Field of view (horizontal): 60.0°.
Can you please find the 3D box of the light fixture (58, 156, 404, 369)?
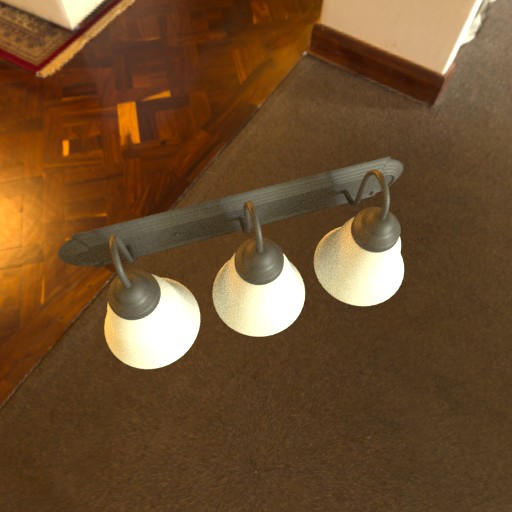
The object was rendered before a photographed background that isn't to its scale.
[{"bbox_3d":[0.000,0.000,0.699,0.610,0.222,0.199,-15,65,-7],"label":"light fixture"}]
